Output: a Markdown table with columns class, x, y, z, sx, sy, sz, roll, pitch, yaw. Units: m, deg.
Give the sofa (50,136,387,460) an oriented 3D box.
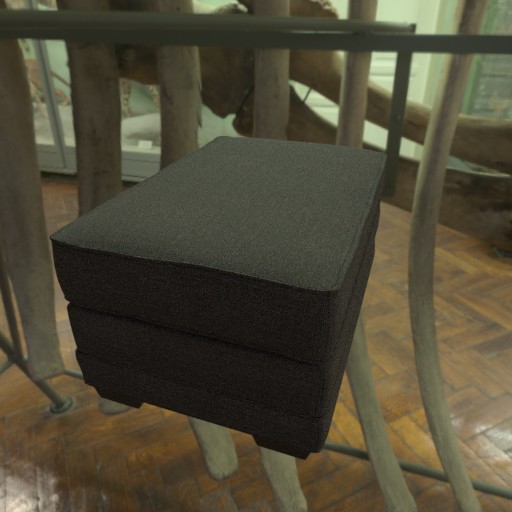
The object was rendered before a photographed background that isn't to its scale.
| class | x | y | z | sx | sy | sz | roll | pitch | yaw |
| --- | --- | --- | --- | --- | --- | --- | --- | --- | --- |
| sofa | 0.000 | 0.000 | 1.200 | 0.578 | 0.457 | 0.854 | 10 | 30 | 17 |
